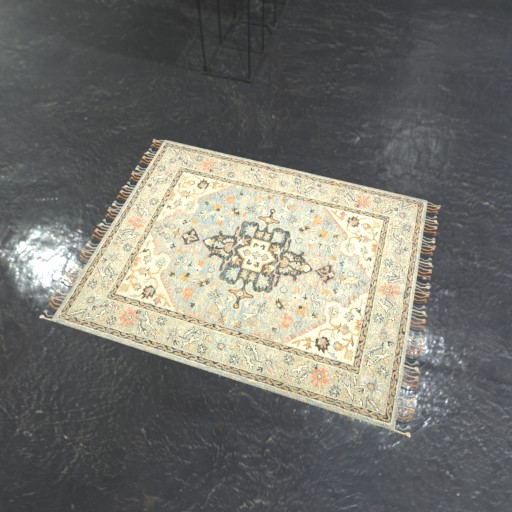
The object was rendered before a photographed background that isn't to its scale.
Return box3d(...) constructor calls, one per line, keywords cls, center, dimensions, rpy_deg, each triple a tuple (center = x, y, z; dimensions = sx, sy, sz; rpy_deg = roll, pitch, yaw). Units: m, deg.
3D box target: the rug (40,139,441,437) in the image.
box3d(cls="rug", center=(0.000, 0.000, 2.255), dimensions=(1.730, 0.009, 1.278), rpy_deg=(15, 58, 10))
